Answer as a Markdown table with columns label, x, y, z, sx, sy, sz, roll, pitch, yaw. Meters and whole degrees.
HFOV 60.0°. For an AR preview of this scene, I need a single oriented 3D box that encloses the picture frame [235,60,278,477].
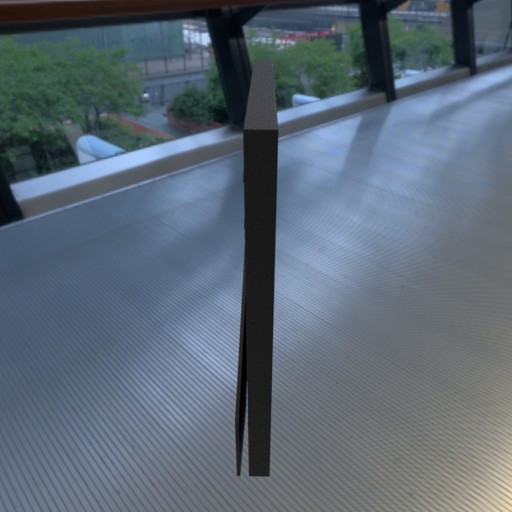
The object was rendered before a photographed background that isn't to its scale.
| label | x | y | z | sx | sy | sz | roll | pitch | yaw |
| --- | --- | --- | --- | --- | --- | --- | --- | --- | --- |
| picture frame | 0.000 | 0.000 | 0.520 | 0.036 | 0.383 | 0.307 | 1 | 32 | 1 |
